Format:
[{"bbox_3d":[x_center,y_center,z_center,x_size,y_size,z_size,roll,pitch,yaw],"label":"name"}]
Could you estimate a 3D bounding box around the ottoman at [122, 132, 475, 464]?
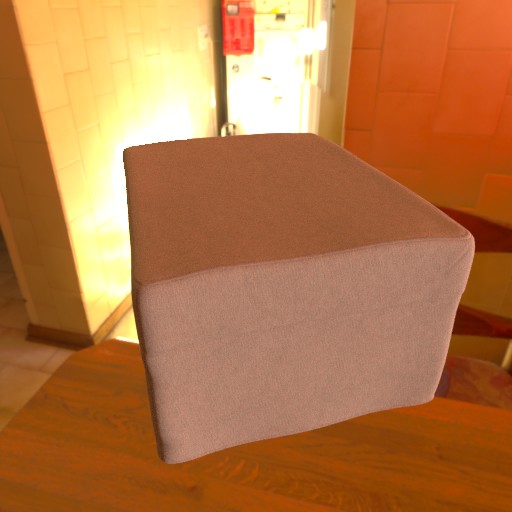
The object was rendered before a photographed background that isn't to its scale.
[{"bbox_3d":[0.000,0.000,1.193,0.648,0.461,0.833,-8,30,-14],"label":"ottoman"}]
